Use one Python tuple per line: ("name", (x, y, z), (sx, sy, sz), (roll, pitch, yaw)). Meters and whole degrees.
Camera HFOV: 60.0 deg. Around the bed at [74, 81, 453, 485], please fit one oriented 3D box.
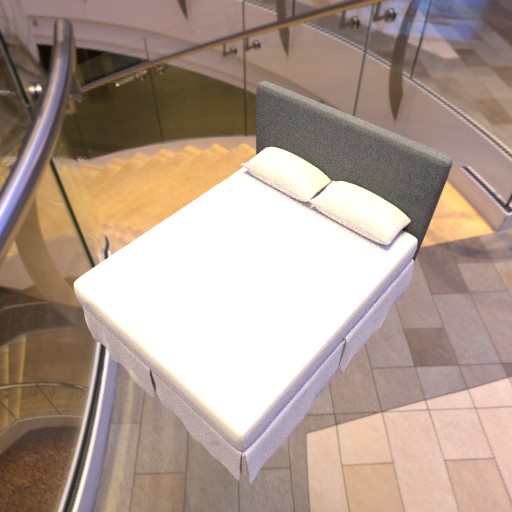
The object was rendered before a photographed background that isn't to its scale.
("bed", (0.000, 0.000, 3.167), (1.723, 1.330, 2.142), (33, 55, 27))
